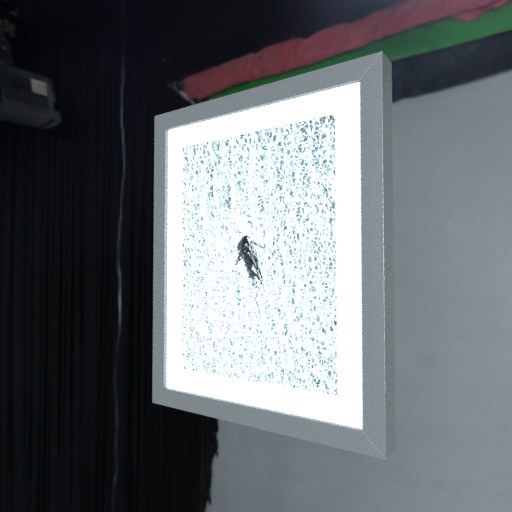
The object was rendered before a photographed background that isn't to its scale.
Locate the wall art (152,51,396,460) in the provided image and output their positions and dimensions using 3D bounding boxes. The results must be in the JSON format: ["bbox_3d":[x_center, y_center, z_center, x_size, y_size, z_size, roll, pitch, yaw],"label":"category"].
[{"bbox_3d":[0.000,0.000,0.510,0.308,0.379,0.030,-1,-2,35],"label":"wall art"}]
